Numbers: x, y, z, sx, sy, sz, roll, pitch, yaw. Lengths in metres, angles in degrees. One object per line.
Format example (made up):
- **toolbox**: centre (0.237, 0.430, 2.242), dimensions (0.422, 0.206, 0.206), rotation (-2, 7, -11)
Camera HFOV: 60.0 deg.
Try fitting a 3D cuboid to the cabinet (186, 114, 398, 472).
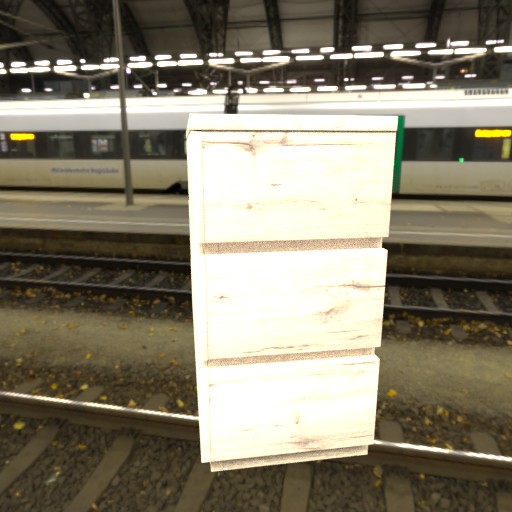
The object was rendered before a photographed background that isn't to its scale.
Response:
- **cabinet**: centre (0.000, 0.000, 1.465), dimensions (0.420, 0.820, 1.040), rotation (-2, 14, -9)
